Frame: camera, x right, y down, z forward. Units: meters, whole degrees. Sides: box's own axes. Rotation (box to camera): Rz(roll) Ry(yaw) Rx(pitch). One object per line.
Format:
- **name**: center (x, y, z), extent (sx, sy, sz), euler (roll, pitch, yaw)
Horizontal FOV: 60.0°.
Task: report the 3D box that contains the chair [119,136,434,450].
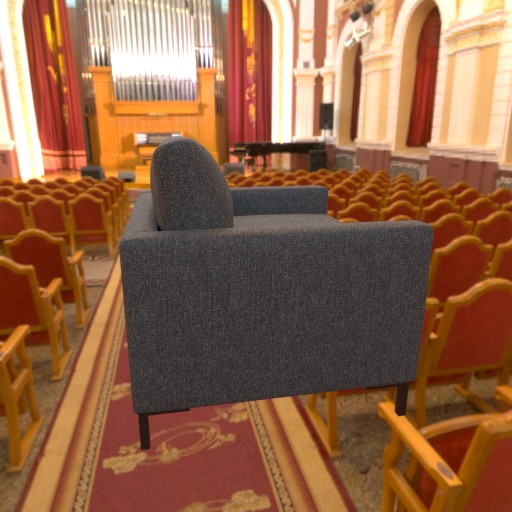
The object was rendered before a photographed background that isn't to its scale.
- **chair**: center (0.000, 0.000, 1.636), extent (0.866, 0.861, 0.963), euler (-3, 16, -11)
